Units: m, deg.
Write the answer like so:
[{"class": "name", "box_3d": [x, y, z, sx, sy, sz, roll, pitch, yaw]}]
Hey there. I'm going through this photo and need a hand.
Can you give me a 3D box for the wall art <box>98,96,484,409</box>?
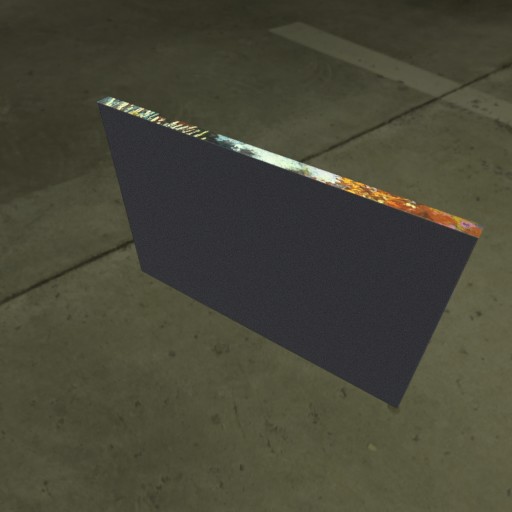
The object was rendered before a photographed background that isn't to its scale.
[{"class": "wall art", "box_3d": [0.000, 0.000, 1.136, 0.908, 0.604, 0.037, 25, 50, 23]}]
